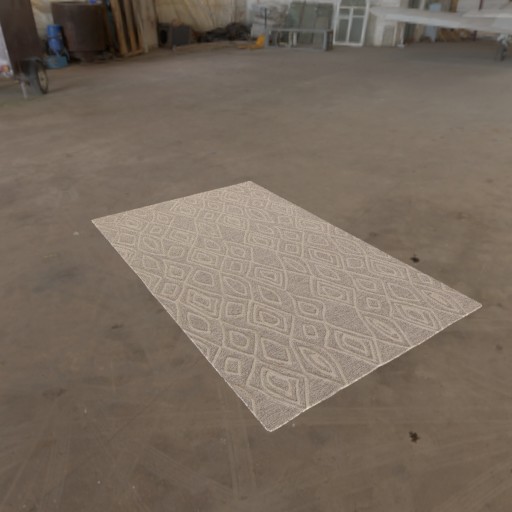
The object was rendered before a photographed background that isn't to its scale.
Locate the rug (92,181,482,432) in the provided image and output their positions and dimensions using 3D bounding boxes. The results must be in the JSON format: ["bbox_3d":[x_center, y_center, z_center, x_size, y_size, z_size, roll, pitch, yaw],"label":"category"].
[{"bbox_3d":[0.000,0.000,3.069,1.546,0.010,2.442,-19,35,-29],"label":"rug"}]
